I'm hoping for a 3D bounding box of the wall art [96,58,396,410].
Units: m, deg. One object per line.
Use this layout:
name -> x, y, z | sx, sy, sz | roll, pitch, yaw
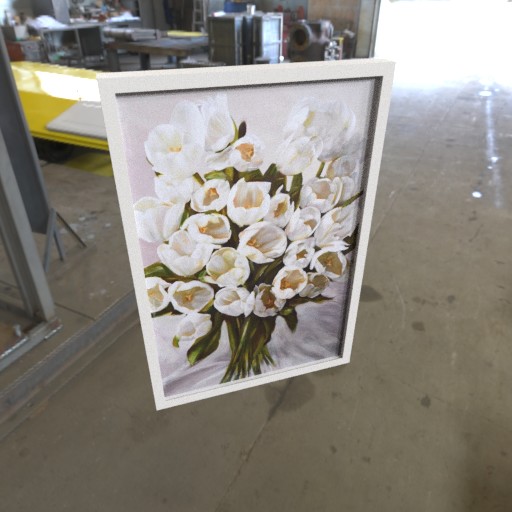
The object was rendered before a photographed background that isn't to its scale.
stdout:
wall art -> 0.000, 0.000, 0.827 | 0.450, 0.657, 0.038 | -10, 34, -15
